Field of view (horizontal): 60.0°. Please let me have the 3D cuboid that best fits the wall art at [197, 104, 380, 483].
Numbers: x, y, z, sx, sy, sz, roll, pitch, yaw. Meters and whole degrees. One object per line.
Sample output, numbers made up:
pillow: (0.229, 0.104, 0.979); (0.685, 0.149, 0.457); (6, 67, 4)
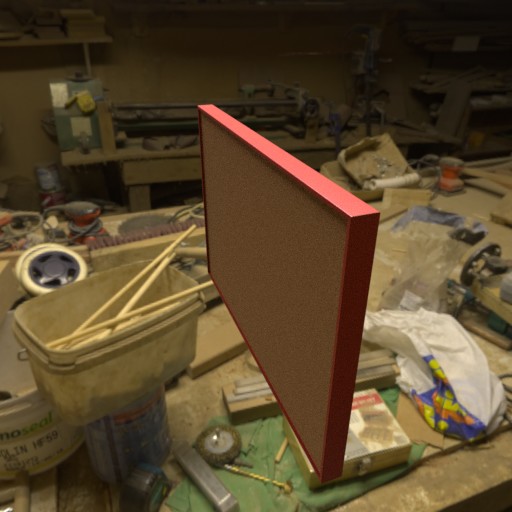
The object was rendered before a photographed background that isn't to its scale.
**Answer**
wall art: (0.000, 0.000, 0.772); (0.033, 0.405, 0.607); (-10, 30, -18)
